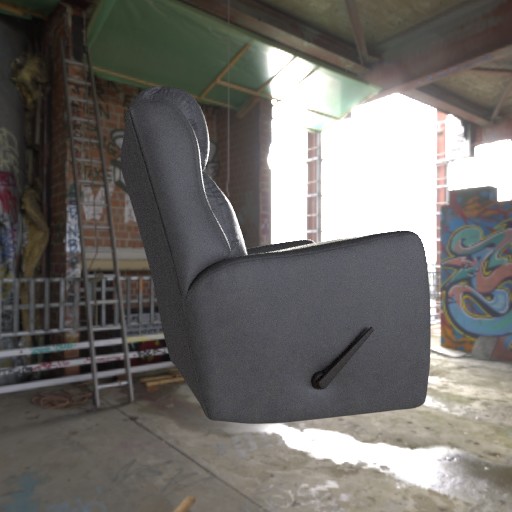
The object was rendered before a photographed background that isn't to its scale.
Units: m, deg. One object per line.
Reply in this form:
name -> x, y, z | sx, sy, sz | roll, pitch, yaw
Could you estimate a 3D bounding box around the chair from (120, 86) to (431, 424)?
chair -> 0.000, 0.000, 1.843 | 1.068, 1.116, 0.967 | 0, -1, -18
